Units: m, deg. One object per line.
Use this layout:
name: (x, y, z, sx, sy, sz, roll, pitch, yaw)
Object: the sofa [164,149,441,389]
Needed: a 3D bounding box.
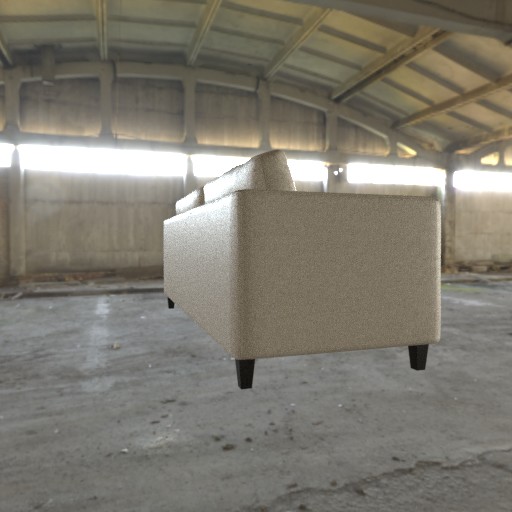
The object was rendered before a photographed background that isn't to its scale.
sofa: (0.000, 0.000, 2.907, 0.948, 0.965, 2.434, -1, 2, -18)
